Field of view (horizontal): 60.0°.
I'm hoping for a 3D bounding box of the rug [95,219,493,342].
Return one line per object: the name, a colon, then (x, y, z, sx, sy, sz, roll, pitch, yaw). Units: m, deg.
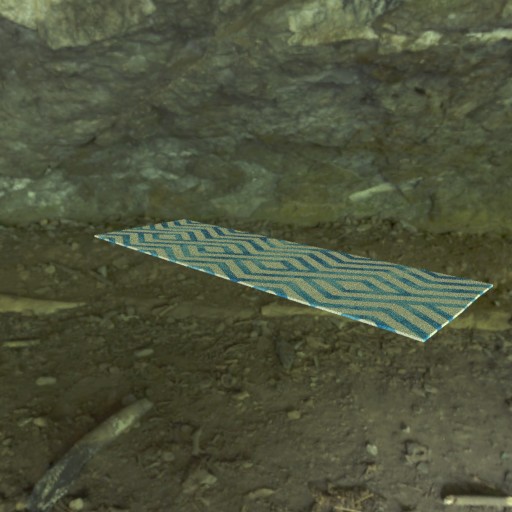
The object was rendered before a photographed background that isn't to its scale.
rug: (0.000, 0.000, 1.649, 1.492, 0.007, 0.503, 14, 21, 41)
